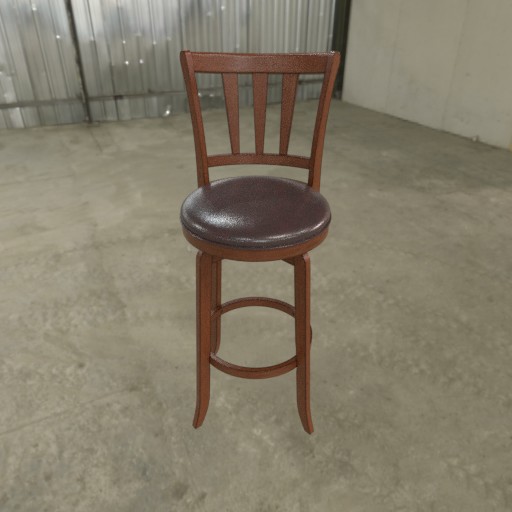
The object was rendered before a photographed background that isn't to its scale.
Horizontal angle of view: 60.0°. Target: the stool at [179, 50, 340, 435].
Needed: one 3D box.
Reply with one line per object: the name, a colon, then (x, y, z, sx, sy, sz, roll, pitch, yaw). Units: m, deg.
stool: (0.000, 0.000, 1.433, 0.464, 1.177, 0.503, 2, 31, 3)
